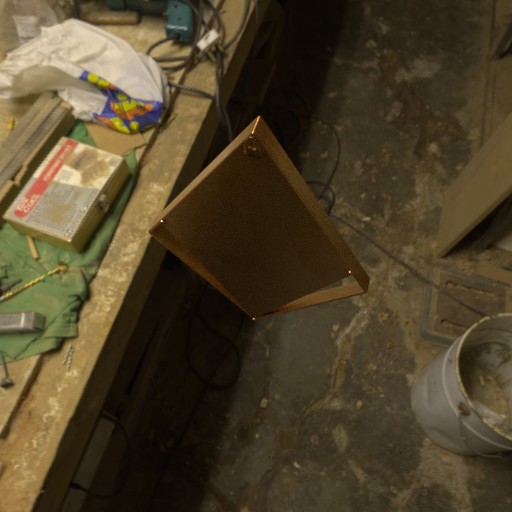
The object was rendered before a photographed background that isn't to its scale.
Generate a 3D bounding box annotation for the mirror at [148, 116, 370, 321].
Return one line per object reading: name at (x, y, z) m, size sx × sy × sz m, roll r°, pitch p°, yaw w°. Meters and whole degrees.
mirror at (0.000, 0.000, 0.815) m, size 0.419 × 0.679 × 0.032 m, roll 15°, pitch 65°, yaw 7°
